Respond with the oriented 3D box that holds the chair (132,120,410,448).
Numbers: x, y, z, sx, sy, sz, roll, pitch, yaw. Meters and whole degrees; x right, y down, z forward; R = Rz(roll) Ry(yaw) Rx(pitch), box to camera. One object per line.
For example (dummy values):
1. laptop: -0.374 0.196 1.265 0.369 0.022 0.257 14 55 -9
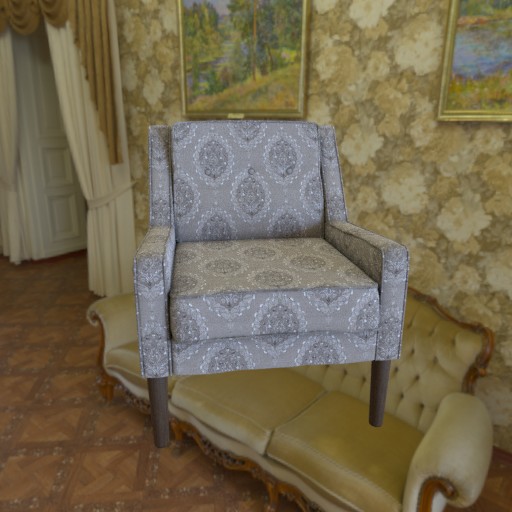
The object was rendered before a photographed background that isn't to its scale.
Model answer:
1. chair: 0.000 0.000 1.353 0.665 0.797 0.750 -2 17 -8
